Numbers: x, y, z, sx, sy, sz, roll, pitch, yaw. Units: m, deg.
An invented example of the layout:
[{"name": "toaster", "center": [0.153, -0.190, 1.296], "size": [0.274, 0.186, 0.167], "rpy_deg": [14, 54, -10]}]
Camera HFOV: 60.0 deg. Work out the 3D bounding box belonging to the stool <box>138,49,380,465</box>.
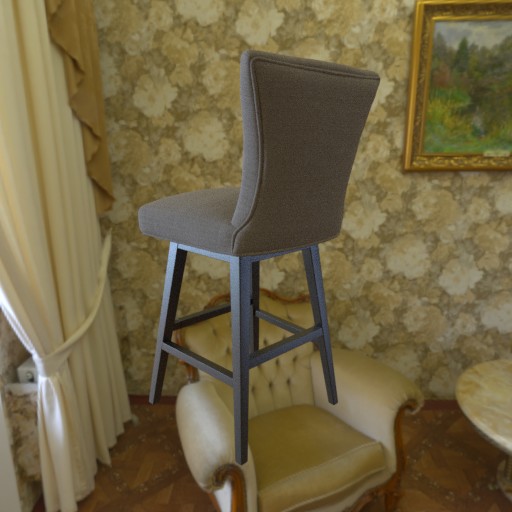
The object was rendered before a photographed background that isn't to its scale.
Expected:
[{"name": "stool", "center": [0.000, 0.000, 1.399], "size": [0.514, 1.086, 0.574], "rpy_deg": [-14, 20, -41]}]
